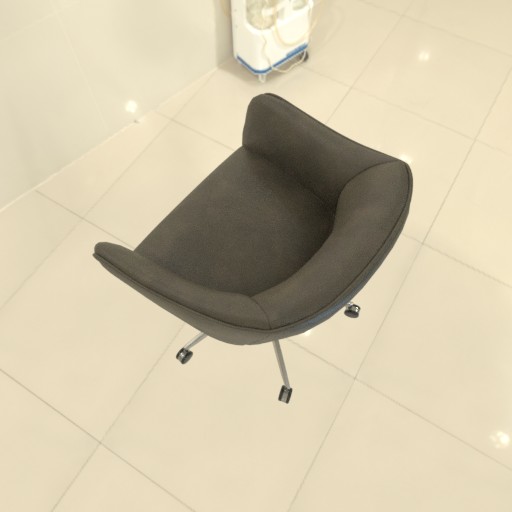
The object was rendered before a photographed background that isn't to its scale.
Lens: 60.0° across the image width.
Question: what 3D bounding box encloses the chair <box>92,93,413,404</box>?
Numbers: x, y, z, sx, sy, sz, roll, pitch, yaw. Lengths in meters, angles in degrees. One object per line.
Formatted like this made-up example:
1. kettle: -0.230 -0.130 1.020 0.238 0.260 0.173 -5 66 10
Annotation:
1. chair: 0.000 0.000 1.353 0.689 0.827 0.713 36 69 16
